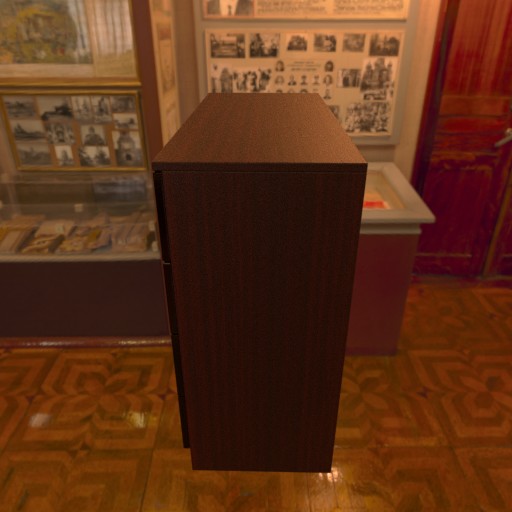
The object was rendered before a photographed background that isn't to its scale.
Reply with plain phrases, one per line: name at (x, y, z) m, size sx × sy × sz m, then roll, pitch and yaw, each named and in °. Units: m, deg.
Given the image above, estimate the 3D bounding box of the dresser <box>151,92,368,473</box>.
dresser at (0.000, 0.000, 1.177) m, size 0.360 × 0.720 × 0.750 m, roll 1°, pitch 28°, yaw 1°
